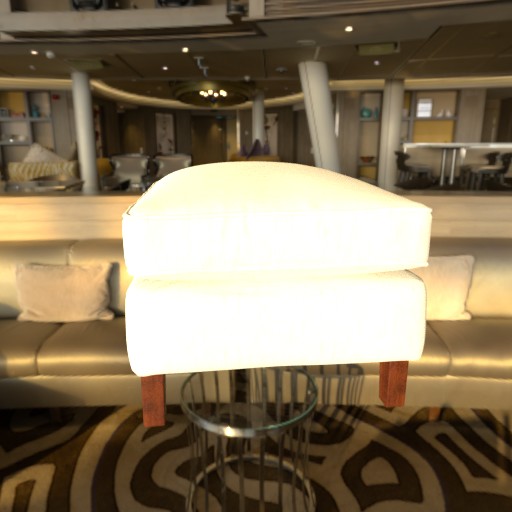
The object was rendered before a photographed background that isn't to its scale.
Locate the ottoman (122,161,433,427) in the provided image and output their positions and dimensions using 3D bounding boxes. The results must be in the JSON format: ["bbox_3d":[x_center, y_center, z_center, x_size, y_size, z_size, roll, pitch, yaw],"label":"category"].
[{"bbox_3d":[0.000,0.000,0.975,0.501,0.406,0.665,-2,14,-7],"label":"ottoman"}]
